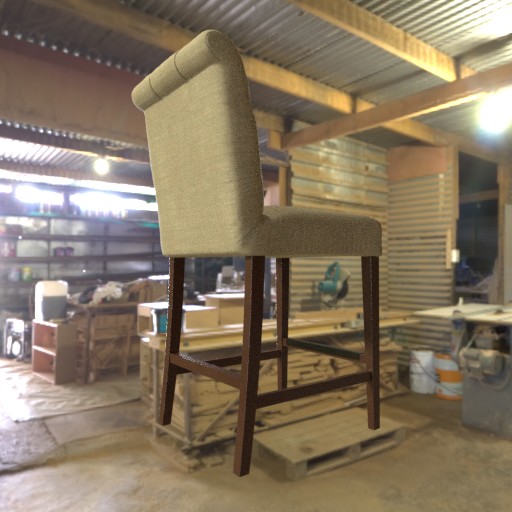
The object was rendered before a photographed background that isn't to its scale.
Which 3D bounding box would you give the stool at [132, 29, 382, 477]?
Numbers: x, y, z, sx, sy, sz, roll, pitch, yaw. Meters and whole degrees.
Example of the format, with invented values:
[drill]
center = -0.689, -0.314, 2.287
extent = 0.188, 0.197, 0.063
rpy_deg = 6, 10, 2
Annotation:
[stool]
center = 0.000, 0.000, 1.399
extent = 0.660, 1.084, 0.486
rpy_deg = 1, -1, -37
